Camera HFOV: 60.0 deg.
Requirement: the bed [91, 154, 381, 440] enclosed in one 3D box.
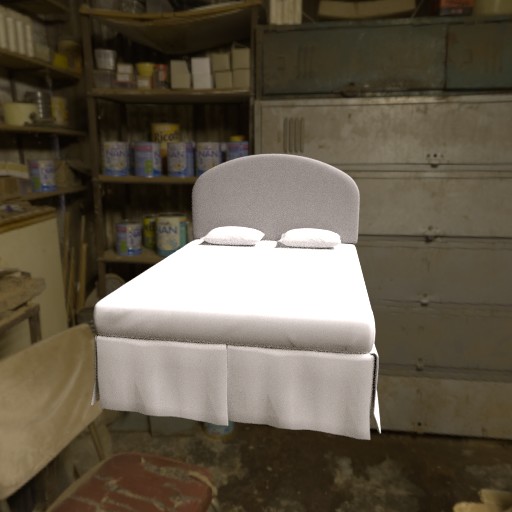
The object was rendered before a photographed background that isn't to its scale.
[{"bbox_3d":[0.000,0.000,3.153,1.607,1.410,2.005,2,13,9],"label":"bed"}]
